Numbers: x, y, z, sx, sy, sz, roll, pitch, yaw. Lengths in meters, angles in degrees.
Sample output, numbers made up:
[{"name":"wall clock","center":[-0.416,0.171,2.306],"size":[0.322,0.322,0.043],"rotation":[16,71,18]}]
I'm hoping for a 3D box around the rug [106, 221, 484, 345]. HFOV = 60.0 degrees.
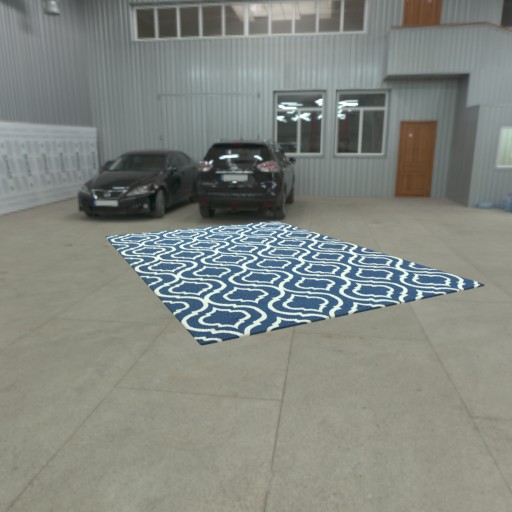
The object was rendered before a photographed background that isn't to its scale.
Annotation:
[{"name":"rug","center":[0.000,0.000,2.831],"size":[1.524,0.010,2.134],"rotation":[-7,16,-26]}]
